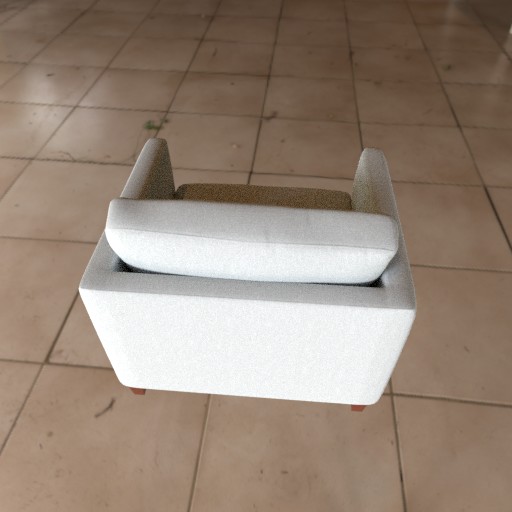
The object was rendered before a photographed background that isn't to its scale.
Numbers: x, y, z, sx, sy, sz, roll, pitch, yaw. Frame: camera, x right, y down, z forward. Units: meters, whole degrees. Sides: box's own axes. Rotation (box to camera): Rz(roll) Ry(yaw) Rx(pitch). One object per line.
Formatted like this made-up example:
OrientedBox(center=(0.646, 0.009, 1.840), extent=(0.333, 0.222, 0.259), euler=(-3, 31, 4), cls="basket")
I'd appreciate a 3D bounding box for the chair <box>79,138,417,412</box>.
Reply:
OrientedBox(center=(0.000, 0.000, 1.898), extent=(1.107, 0.961, 0.953), euler=(3, 46, 3), cls="chair")
